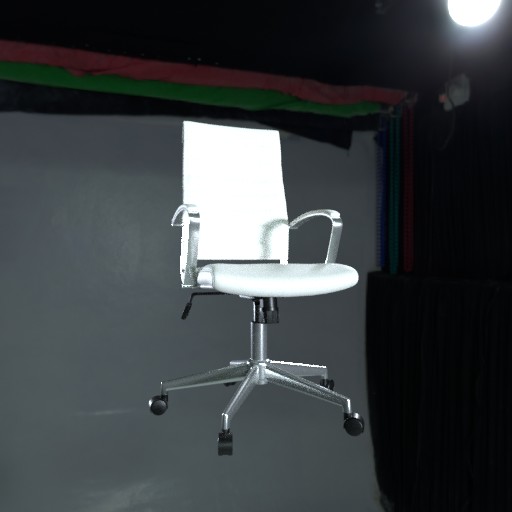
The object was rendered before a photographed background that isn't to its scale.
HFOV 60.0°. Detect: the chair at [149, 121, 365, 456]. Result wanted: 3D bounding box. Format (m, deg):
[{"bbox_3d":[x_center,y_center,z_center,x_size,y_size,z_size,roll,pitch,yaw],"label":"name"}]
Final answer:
[{"bbox_3d":[0.000,0.000,1.664,0.766,1.149,0.739,0,0,-20],"label":"chair"}]
